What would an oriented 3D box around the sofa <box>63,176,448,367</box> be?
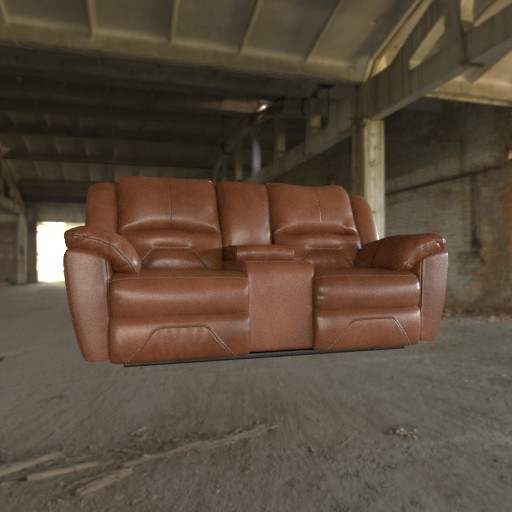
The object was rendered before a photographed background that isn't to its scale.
[{"bbox_3d":[0.000,0.000,2.669,2.058,1.043,0.991,0,-1,-17],"label":"sofa"}]
